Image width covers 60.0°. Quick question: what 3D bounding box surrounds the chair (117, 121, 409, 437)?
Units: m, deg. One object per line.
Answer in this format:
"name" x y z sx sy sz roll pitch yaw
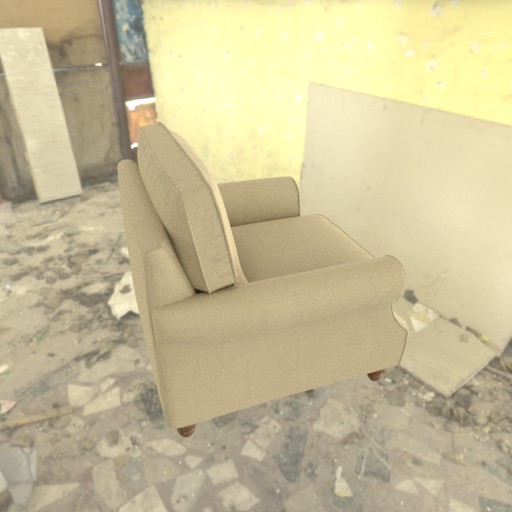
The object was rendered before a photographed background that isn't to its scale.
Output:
"chair" 0.000 0.000 1.811 0.966 0.967 1.029 -10 31 -17
